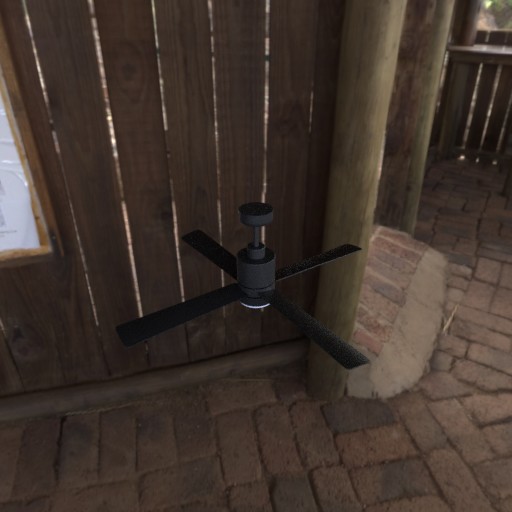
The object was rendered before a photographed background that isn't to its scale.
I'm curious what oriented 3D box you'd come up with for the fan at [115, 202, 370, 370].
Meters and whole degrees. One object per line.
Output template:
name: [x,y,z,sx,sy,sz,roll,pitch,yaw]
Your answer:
fan: [0.000,0.000,2.315,1.525,0.534,1.525,-19,35,-30]
